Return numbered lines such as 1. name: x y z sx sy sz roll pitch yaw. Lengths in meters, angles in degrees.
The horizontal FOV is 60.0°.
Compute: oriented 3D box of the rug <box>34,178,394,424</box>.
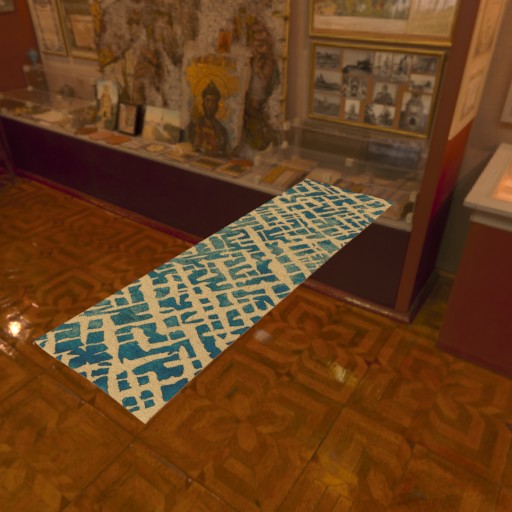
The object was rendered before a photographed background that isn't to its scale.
1. rug: 0.000 0.000 2.706 0.768 0.011 2.446 22 39 30
